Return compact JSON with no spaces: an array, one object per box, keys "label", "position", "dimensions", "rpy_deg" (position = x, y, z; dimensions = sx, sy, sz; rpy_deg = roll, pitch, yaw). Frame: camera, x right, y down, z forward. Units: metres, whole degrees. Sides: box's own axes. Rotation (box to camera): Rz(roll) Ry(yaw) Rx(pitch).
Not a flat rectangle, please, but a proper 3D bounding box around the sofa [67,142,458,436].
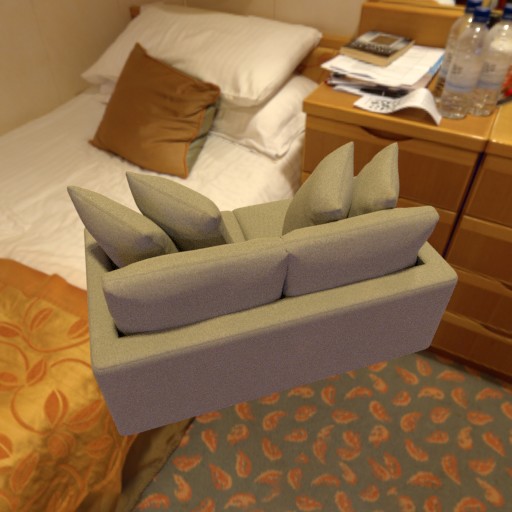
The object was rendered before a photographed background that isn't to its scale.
[{"label":"sofa","position":[0.000,0.000,2.591],"dimensions":[1.869,1.080,1.228],"rpy_deg":[-12,43,-13]}]
